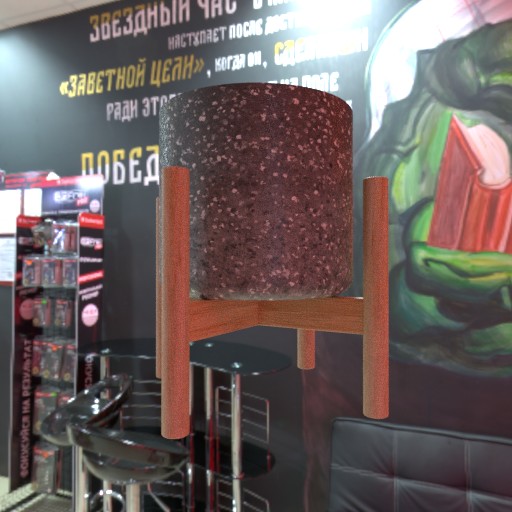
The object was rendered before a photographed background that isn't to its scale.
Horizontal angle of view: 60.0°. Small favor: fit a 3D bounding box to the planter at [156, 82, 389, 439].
[{"bbox_3d":[0.000,0.000,0.519,0.284,0.320,0.284,0,0,-37],"label":"planter"}]
